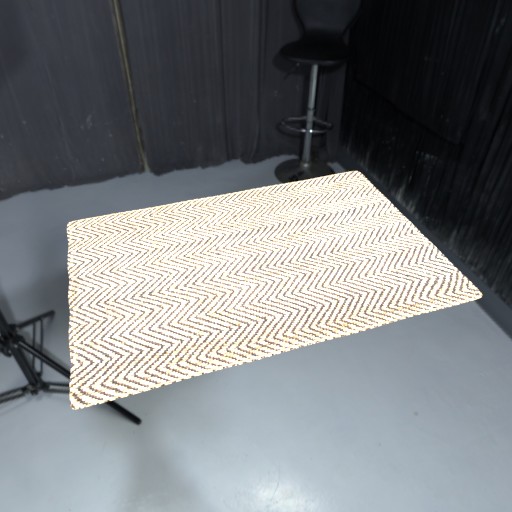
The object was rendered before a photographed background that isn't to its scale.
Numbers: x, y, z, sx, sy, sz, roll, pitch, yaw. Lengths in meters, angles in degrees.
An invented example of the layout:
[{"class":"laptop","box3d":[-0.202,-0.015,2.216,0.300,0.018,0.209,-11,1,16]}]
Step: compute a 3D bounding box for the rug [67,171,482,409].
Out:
[{"class":"rug","box3d":[0.000,0.000,2.266,1.828,0.008,1.219,-12,42,-14]}]
